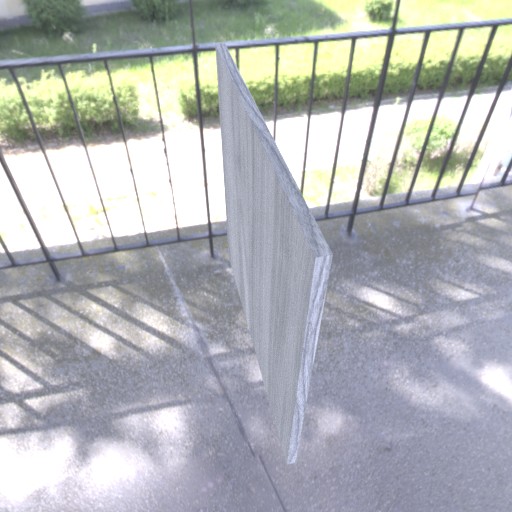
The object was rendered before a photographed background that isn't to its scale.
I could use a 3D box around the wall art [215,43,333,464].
[{"bbox_3d":[0.000,0.000,0.744,0.016,0.507,0.508,-10,47,-9],"label":"wall art"}]
